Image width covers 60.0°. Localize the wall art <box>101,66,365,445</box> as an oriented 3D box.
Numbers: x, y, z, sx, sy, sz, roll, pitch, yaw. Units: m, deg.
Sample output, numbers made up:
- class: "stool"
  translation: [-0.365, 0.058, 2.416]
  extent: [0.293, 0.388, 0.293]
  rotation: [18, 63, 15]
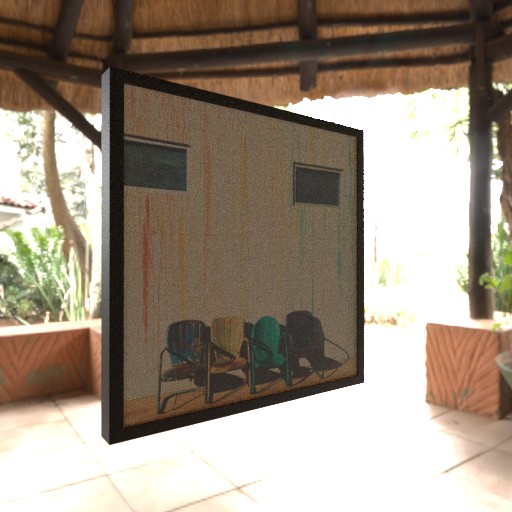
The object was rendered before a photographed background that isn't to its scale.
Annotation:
- class: "wall art"
  translation: [0.000, 0.000, 0.753]
  extent: [0.506, 0.506, 0.037]
  rotation: [0, 0, -35]
